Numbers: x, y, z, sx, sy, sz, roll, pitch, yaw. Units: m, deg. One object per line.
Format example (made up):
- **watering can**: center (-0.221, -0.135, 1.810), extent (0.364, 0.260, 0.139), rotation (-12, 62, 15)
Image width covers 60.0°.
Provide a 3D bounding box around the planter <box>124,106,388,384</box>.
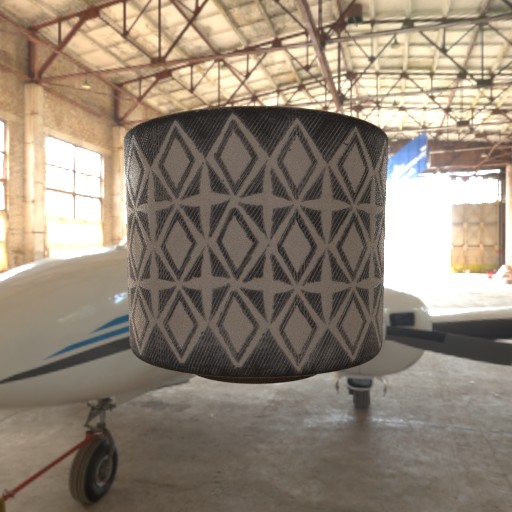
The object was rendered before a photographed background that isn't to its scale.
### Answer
- **planter**: center (0.000, 0.000, 0.337), extent (0.192, 0.165, 0.192), rotation (0, 0, 0)
